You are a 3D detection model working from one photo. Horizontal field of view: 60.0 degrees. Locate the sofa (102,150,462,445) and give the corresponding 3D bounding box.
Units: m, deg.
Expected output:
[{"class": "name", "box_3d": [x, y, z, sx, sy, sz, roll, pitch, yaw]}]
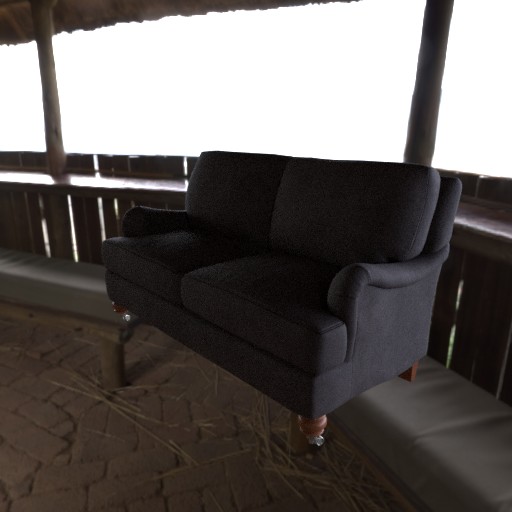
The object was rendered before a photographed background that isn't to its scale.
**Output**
[{"class": "sofa", "box_3d": [0.000, 0.000, 2.527, 1.084, 1.101, 1.853, -15, 22, -41]}]
